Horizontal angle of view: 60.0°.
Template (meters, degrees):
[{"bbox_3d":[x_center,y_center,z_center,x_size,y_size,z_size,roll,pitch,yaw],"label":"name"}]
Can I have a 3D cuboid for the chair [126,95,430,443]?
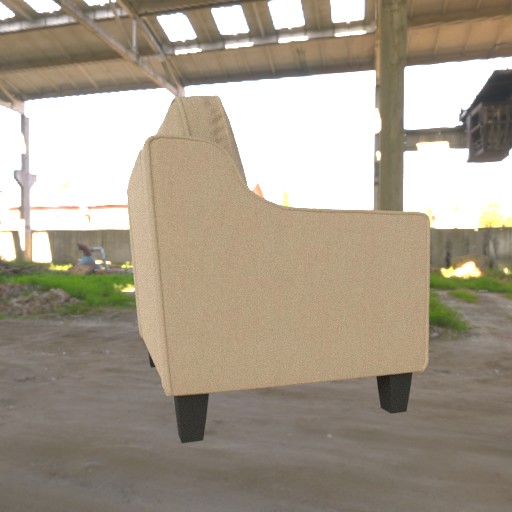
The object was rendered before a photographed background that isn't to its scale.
[{"bbox_3d":[0.000,0.000,1.635,0.882,0.948,0.922,0,1,-19],"label":"chair"}]
